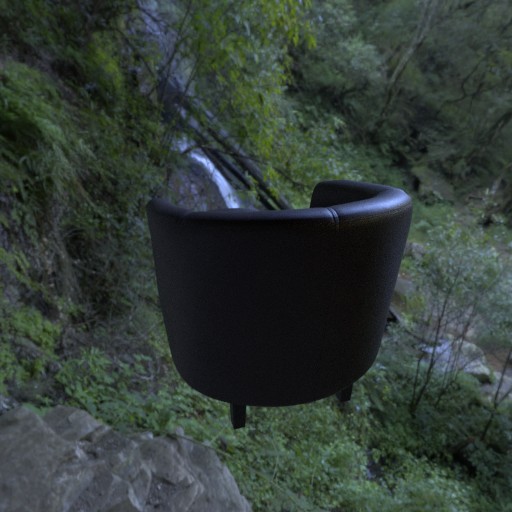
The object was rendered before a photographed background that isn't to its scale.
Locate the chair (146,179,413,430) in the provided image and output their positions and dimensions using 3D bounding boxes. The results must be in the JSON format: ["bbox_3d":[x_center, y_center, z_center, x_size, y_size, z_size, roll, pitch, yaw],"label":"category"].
[{"bbox_3d":[0.000,0.000,1.616,0.737,0.755,1.176,-8,28,-16],"label":"chair"}]
